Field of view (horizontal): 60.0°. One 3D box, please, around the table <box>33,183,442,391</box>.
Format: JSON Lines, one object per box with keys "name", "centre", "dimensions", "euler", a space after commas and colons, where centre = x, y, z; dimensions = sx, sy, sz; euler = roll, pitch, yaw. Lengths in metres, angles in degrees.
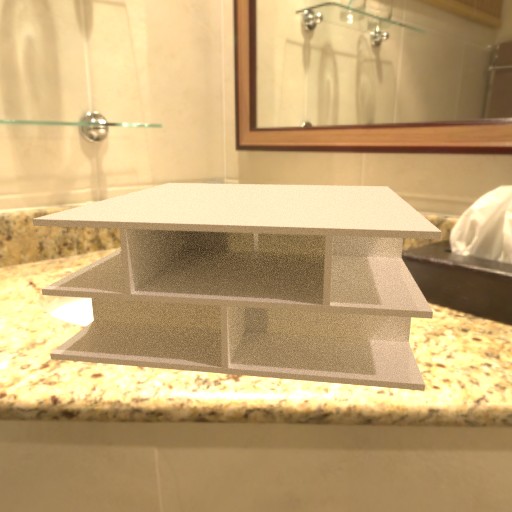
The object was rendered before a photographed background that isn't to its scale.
{"name": "table", "centre": [0.000, 0.000, 1.113], "dimensions": [0.700, 0.289, 0.700], "euler": [2, 15, 9]}
